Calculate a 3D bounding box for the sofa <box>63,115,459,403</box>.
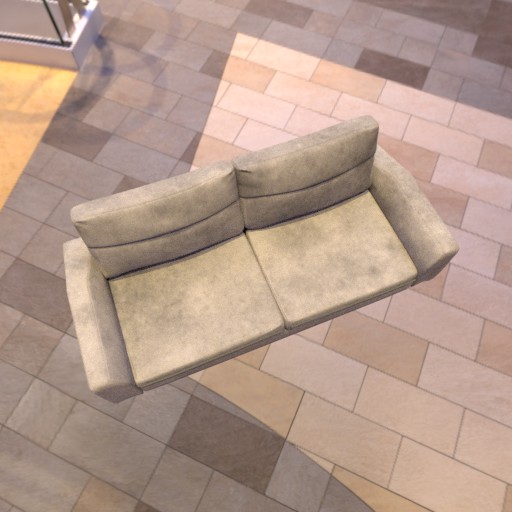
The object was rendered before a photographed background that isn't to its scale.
[{"bbox_3d":[0.000,0.000,2.322,1.837,0.859,0.849,-20,65,-9],"label":"sofa"}]
